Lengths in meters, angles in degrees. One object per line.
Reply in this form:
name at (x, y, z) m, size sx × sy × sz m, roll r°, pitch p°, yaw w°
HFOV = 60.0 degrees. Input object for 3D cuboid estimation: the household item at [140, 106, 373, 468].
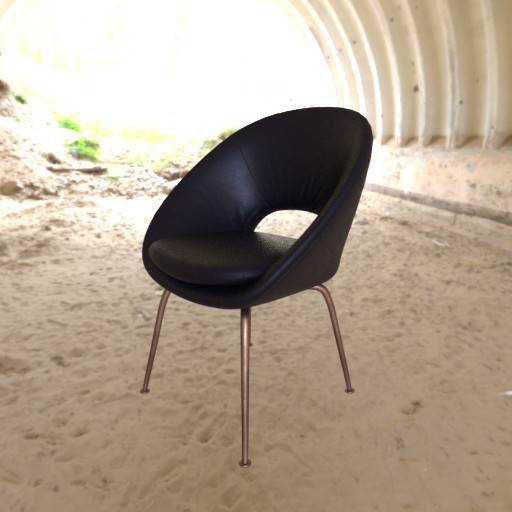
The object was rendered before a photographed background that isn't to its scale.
household item at (0.000, 0.000, 1.295) m, size 0.623 × 0.852 × 0.573 m, roll 14°, pitch 20°, yaw 43°
